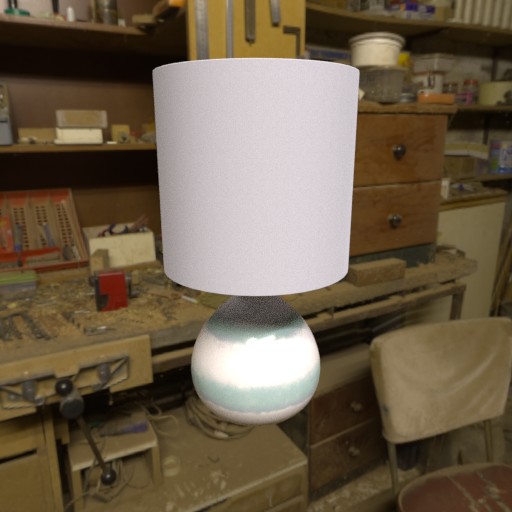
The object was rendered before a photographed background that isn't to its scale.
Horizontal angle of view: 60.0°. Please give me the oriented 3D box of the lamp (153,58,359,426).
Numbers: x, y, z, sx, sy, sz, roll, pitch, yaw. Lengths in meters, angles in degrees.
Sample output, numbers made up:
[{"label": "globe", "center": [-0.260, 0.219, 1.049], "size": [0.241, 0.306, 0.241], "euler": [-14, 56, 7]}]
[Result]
[{"label": "lamp", "center": [0.000, 0.000, 0.529], "size": [0.217, 0.404, 0.217], "euler": [-8, 17, -26]}]
